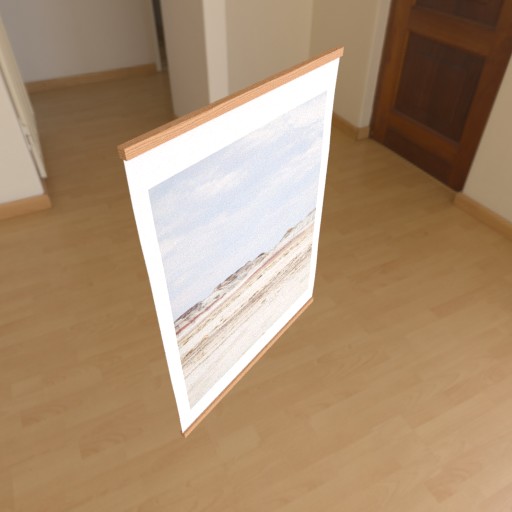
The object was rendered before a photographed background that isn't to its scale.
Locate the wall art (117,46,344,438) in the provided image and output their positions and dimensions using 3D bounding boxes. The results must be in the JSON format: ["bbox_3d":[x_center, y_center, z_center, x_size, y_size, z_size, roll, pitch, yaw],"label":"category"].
[{"bbox_3d":[0.000,0.000,0.795,0.011,0.605,0.458,27,47,28],"label":"wall art"}]
